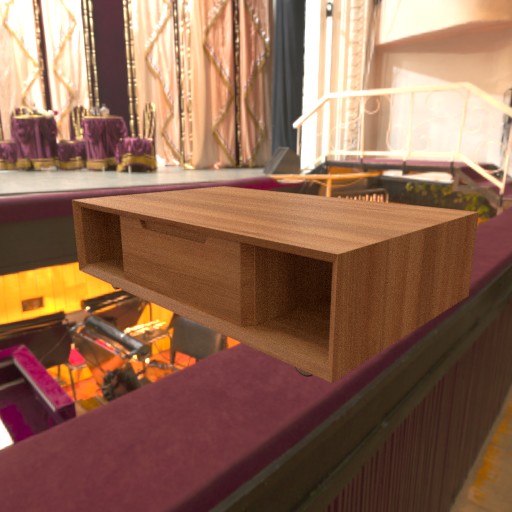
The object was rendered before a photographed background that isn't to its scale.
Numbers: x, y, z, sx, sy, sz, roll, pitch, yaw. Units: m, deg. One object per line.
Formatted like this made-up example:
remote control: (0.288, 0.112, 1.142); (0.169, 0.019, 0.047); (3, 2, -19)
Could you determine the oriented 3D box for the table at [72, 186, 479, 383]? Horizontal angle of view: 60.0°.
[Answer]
table: (0.000, 0.000, 1.441); (1.100, 0.330, 0.700); (14, 20, 43)
